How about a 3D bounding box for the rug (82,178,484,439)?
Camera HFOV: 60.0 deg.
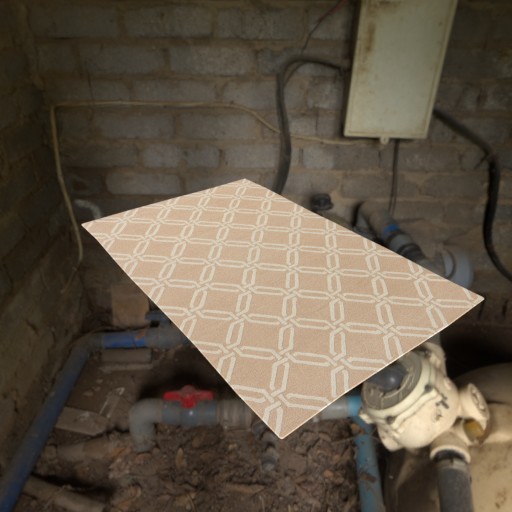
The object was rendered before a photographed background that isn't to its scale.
[{"bbox_3d":[0.000,0.000,2.185,1.146,0.010,1.745,-22,37,-31],"label":"rug"}]
